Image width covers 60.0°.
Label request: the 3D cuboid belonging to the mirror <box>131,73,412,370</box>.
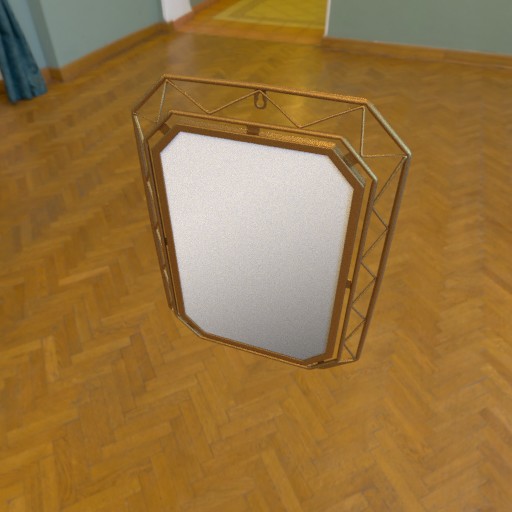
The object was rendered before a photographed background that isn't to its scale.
[{"bbox_3d":[0.000,0.000,0.747,0.417,0.566,0.042,13,43,14],"label":"mirror"}]
